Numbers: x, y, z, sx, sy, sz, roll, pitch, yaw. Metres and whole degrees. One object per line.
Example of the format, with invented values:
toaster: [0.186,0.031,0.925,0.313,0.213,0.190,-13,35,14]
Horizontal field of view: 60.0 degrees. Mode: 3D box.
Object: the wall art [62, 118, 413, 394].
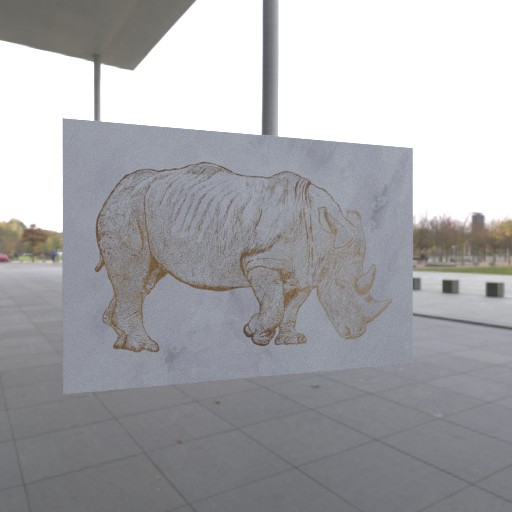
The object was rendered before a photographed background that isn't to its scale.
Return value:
wall art: [0.000,0.000,0.762,0.609,0.407,0.038,0,0,-18]
